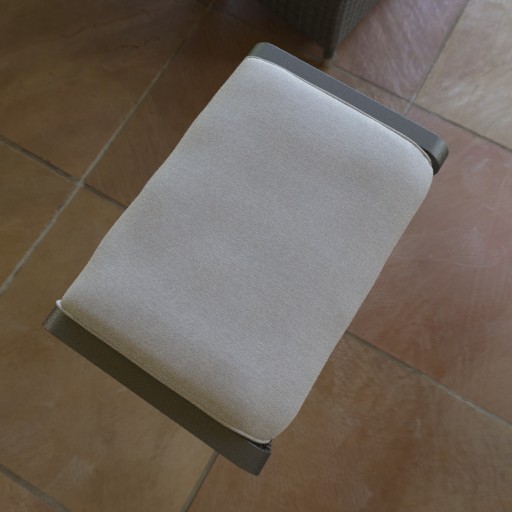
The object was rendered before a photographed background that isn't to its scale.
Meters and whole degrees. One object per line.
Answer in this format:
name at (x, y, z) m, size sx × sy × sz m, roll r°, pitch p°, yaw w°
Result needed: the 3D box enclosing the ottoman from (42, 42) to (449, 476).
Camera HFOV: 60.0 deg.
ottoman at (0.000, 0.000, 0.868) m, size 0.406 × 0.422 × 0.610 m, roll 32°, pitch 78°, yaw 8°
